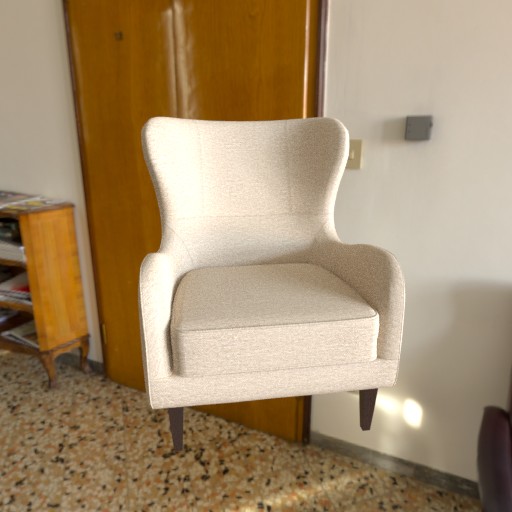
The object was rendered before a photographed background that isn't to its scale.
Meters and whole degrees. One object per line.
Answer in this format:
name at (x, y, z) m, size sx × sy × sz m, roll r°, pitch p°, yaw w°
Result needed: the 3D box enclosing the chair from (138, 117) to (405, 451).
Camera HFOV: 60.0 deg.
chair at (0.000, 0.000, 1.770) m, size 0.861 × 1.064 × 0.984 m, roll -3°, pitch 17°, yaw -9°
